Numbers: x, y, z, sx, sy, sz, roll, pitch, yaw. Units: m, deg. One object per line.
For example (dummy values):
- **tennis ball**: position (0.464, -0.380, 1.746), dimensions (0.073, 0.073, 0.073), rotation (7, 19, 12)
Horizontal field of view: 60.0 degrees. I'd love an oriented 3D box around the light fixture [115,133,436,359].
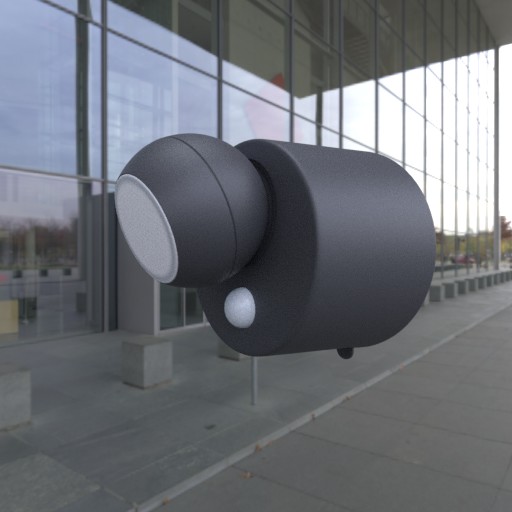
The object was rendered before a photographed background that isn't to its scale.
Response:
- **light fixture**: position (0.000, 0.000, 0.260), dimensions (0.160, 0.143, 0.134), rotation (0, 0, -37)
